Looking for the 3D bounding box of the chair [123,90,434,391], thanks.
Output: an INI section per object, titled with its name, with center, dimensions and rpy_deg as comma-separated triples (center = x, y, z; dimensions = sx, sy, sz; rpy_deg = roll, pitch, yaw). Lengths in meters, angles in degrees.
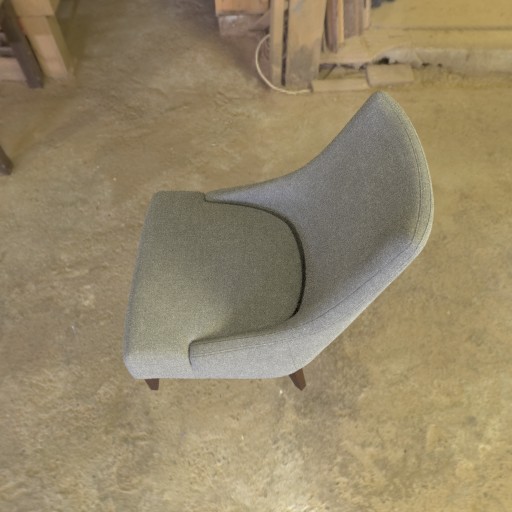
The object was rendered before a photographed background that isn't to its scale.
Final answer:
[chair]
center = 0.000, 0.000, 1.475
dimensions = 0.861, 0.909, 0.701
rpy_deg = 1, 56, 0
